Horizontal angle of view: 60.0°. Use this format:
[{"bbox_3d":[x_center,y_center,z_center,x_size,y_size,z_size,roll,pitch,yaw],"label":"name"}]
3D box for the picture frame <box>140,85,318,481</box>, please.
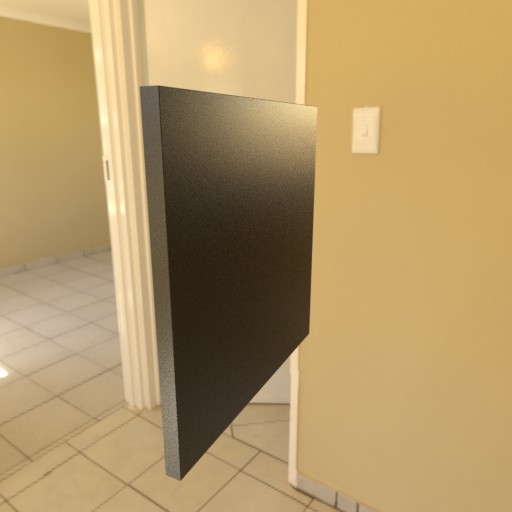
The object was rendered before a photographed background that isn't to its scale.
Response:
[{"bbox_3d":[0.000,0.000,0.835,0.029,0.557,0.559,8,18,26],"label":"picture frame"}]
